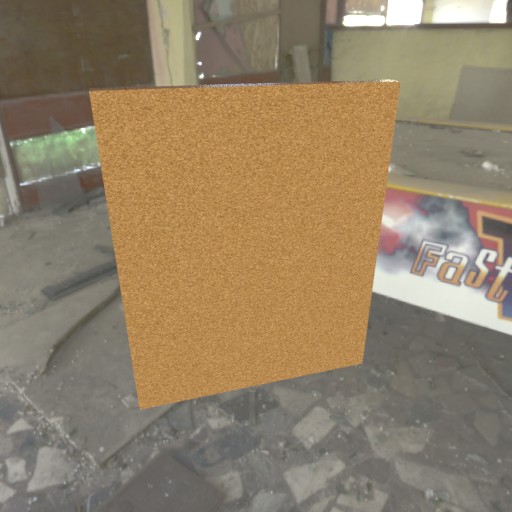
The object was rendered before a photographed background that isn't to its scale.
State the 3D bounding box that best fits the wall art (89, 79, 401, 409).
[{"bbox_3d":[0.000,0.000,0.782,0.467,0.567,0.033,-7,28,-15],"label":"wall art"}]
